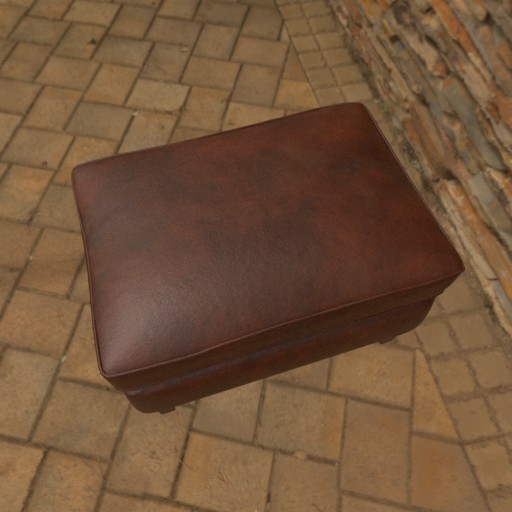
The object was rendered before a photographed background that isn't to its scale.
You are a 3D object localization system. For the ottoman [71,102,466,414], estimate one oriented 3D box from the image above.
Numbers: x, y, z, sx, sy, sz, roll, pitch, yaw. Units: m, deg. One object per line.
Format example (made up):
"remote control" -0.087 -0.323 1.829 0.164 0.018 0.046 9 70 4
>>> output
"ottoman" 0.000 0.000 0.982 0.665 0.432 0.501 -15 61 -9
